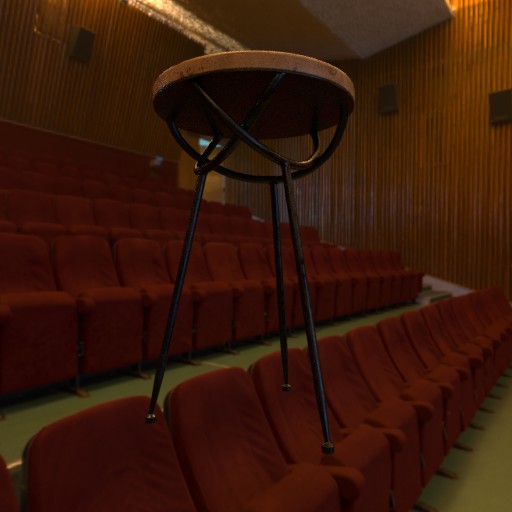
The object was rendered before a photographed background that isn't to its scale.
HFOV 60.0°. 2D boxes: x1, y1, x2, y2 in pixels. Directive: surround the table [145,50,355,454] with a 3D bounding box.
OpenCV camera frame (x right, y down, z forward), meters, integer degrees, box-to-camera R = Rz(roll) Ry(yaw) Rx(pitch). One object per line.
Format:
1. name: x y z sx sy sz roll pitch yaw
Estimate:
1. table: 0.000 0.000 0.920 0.414 0.664 0.418 -1 -1 36
